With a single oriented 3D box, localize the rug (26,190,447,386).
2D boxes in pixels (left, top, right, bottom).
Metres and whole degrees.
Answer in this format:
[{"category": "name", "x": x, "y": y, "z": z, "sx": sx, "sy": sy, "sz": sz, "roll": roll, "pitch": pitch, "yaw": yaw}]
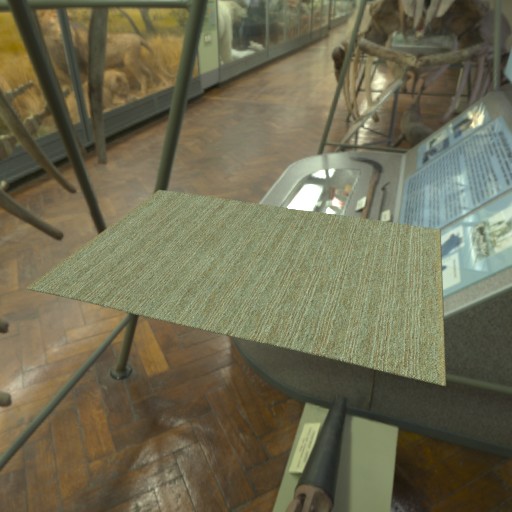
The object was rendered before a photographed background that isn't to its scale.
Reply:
[{"category": "rug", "x": 0.000, "y": 0.000, "z": 2.300, "sx": 1.824, "sy": 0.010, "sz": 1.240, "roll": 10, "pitch": 33, "yaw": 16}]
